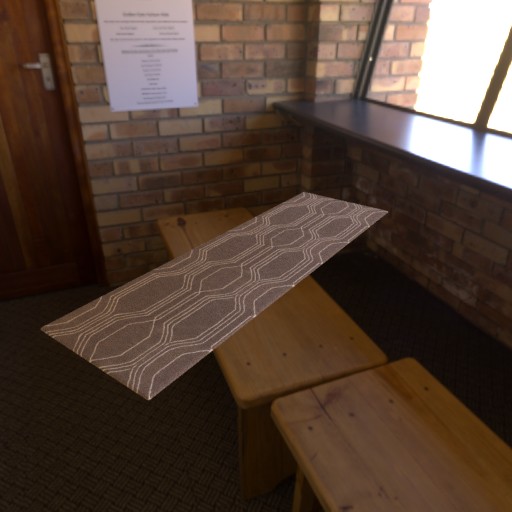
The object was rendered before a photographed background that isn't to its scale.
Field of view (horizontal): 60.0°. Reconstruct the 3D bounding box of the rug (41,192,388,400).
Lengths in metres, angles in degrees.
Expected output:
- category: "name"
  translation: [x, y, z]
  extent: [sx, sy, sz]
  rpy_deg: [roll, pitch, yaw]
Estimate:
- category: "rug"
  translation: [0.000, 0.000, 2.814]
  extent: [0.773, 0.012, 2.464]
  rpy_deg: [19, 33, 32]
